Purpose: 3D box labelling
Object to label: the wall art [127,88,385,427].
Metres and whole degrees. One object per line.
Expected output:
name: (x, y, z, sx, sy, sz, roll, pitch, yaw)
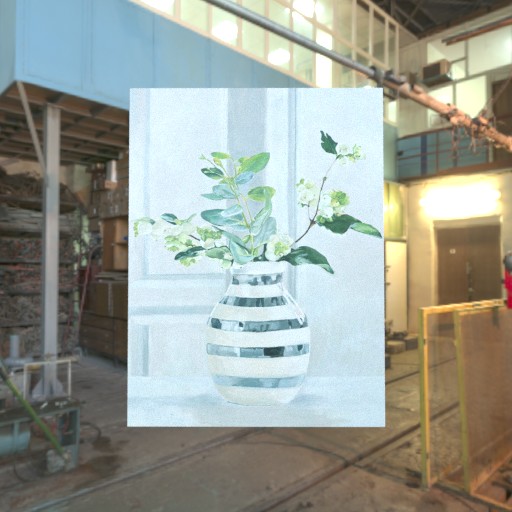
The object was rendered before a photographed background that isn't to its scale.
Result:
wall art: (0.000, 0.000, 1.603, 0.914, 1.212, 0.038, 0, -1, 0)
